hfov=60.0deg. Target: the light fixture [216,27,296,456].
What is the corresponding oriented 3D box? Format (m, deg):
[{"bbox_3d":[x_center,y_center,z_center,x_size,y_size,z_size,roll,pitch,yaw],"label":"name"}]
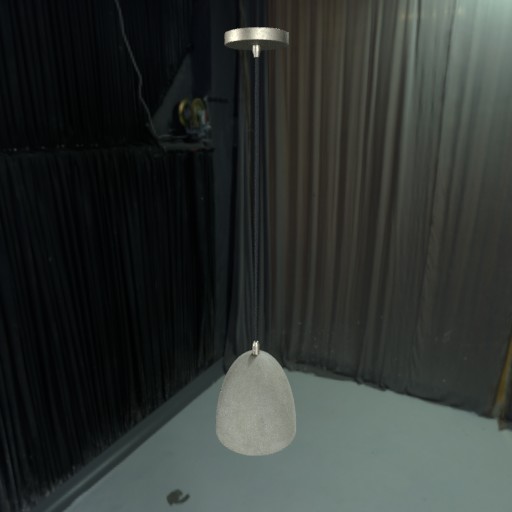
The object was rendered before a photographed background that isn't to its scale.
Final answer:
[{"bbox_3d":[0.000,0.000,0.835,0.170,0.759,0.170,8,18,26],"label":"light fixture"}]
